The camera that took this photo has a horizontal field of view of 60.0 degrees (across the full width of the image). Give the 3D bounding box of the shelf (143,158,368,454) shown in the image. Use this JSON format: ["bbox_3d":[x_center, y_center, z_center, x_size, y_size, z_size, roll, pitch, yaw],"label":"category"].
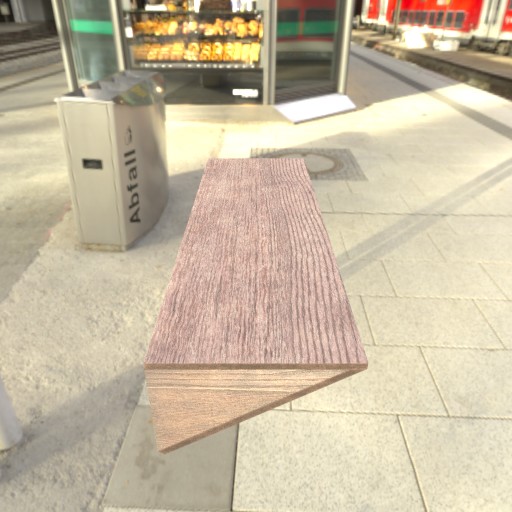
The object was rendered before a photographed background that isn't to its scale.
[{"bbox_3d":[0.000,0.000,0.689,0.200,0.125,0.610,0,29,0],"label":"shelf"}]
